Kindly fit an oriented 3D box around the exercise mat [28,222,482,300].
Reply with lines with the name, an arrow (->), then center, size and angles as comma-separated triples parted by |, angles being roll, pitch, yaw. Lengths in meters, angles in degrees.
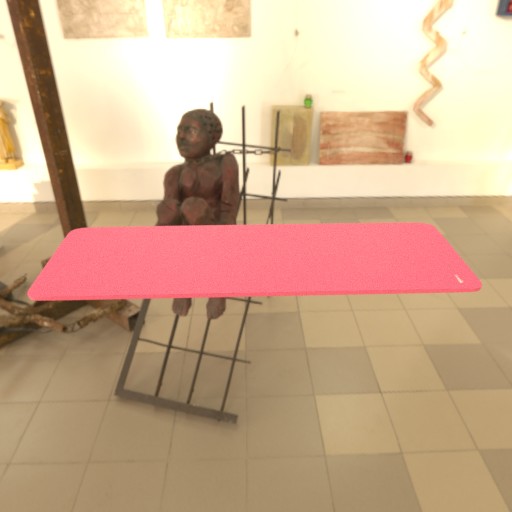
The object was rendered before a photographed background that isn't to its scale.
exercise mat -> 0.000, 0.000, 2.051 | 1.884, 0.021, 0.616 | -1, 30, -2
